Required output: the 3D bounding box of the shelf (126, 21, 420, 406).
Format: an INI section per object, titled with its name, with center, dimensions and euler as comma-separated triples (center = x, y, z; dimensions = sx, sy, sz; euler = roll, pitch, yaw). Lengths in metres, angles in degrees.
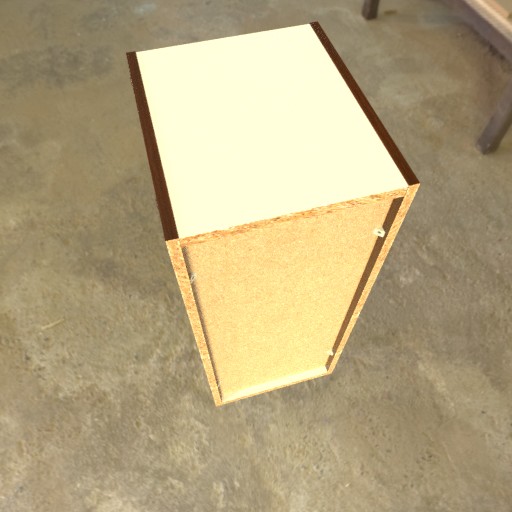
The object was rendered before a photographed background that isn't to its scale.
[shelf]
center = 0.000, 0.000, 0.740
dimensions = 0.253, 0.600, 0.290
euler = -14, 59, -8
